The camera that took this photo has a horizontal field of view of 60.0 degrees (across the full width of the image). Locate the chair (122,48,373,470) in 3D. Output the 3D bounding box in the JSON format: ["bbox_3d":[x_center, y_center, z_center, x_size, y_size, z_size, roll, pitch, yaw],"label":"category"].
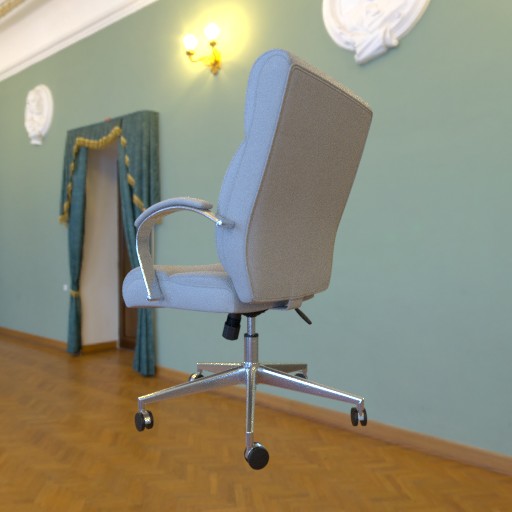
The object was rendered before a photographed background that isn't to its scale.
[{"bbox_3d":[0.000,0.000,1.549,0.745,1.099,0.727,1,2,36],"label":"chair"}]
